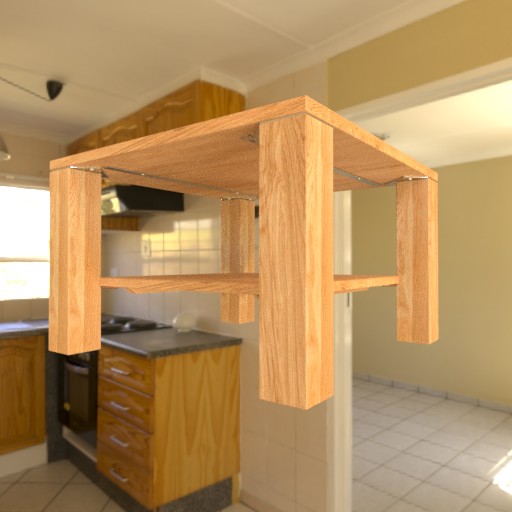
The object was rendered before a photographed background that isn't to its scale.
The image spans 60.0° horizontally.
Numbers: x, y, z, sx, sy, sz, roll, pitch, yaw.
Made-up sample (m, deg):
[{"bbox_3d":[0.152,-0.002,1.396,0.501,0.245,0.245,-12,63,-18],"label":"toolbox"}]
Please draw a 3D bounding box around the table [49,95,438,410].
[{"bbox_3d":[0.000,0.000,1.120,0.700,0.450,0.700,0,-1,37],"label":"table"}]
